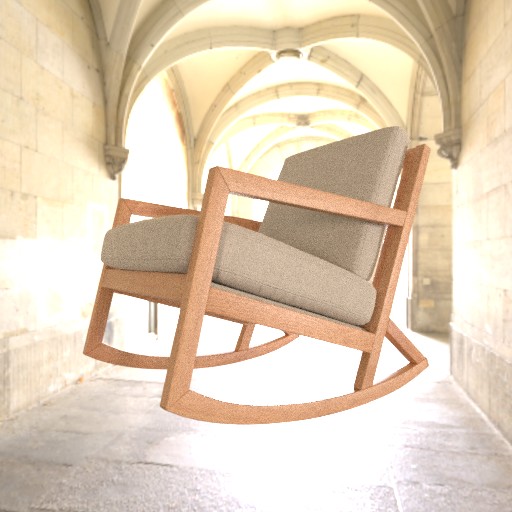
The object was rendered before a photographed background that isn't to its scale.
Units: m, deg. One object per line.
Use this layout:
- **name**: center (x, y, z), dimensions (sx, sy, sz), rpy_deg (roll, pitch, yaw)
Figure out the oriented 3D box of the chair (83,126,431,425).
- **chair**: center (0.000, 0.000, 1.346), dimensions (0.857, 0.790, 0.622), rpy_deg (0, 0, -35)
